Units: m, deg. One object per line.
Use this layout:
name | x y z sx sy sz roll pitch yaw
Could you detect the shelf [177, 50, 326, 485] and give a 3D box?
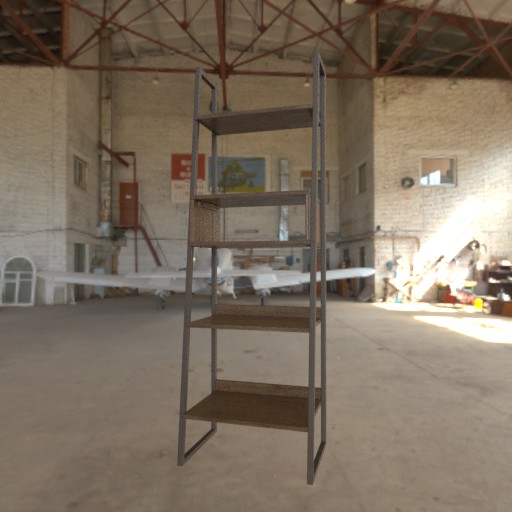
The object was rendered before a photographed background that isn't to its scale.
shelf | 0.000 0.000 2.254 0.652 2.005 0.454 0 -1 17
